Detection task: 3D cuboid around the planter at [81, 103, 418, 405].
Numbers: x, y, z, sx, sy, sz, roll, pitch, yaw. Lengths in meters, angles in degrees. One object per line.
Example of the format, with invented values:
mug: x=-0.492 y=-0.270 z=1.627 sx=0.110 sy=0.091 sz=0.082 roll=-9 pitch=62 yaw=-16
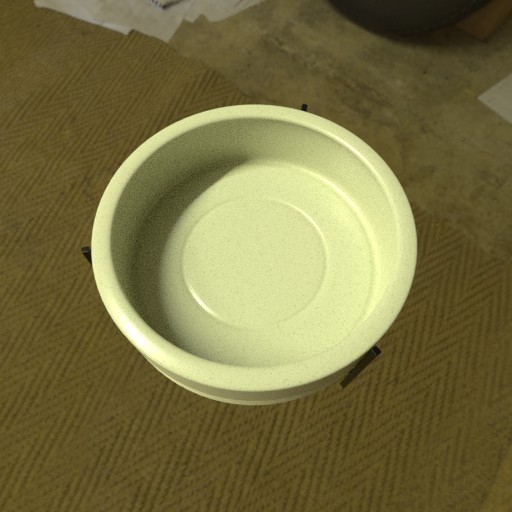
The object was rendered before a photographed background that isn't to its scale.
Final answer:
planter: x=0.000 y=0.000 z=0.536 sx=0.336 sy=0.171 sz=0.345 roll=18 pitch=65 yaw=9
